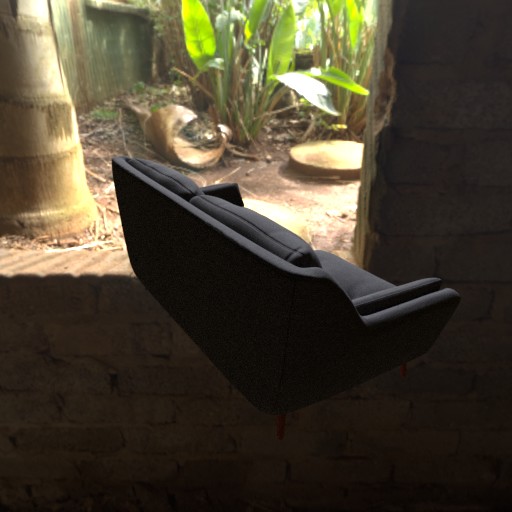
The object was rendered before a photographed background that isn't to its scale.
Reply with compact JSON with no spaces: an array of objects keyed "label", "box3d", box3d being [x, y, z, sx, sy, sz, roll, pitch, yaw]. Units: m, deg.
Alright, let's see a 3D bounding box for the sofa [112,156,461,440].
[{"label":"sofa","box3d":[0.000,0.000,2.439,0.975,0.896,1.929,-17,31,-30]}]
